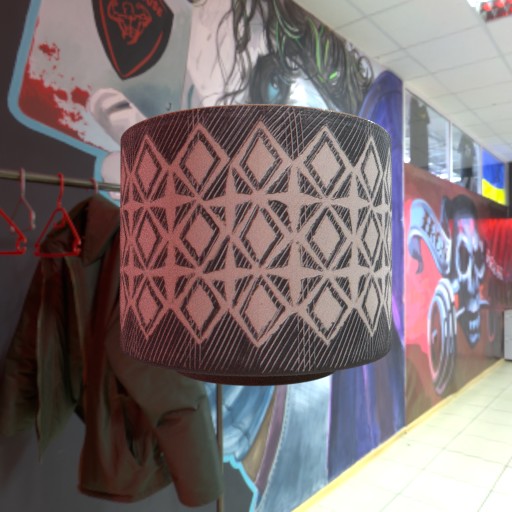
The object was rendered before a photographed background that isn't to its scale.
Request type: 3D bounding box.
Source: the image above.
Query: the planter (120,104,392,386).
[{"bbox_3d":[0.000,0.000,0.216,0.126,0.104,0.126,0,-1,0],"label":"planter"}]
